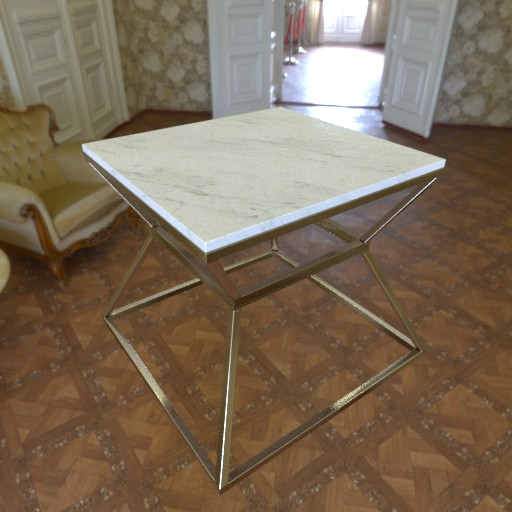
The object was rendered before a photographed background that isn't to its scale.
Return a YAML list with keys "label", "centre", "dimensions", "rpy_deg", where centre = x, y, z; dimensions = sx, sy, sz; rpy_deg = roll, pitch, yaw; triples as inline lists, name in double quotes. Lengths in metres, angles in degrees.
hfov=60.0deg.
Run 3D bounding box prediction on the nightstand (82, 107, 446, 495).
- label: "nightstand"
  centre: [0.000, 0.000, 0.877]
  dimensions: [0.513, 0.426, 0.514]
  rpy_deg: [-21, 38, -30]
